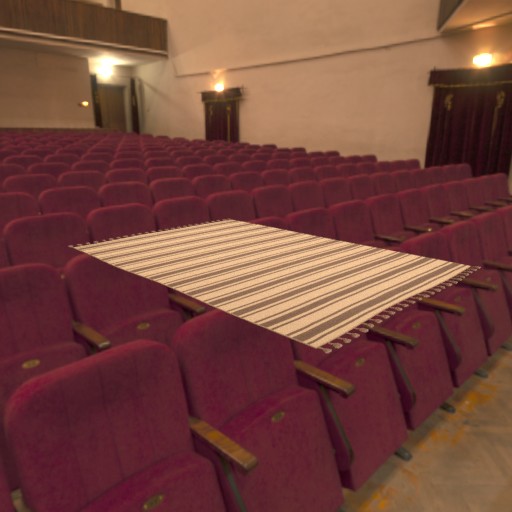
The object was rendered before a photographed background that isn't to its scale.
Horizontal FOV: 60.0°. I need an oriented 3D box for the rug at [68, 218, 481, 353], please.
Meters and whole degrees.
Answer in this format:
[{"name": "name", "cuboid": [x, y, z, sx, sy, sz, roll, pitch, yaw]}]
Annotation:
[{"name": "rug", "cuboid": [0.000, 0.000, 3.838, 2.030, 0.017, 3.040, -15, 21, -43]}]
